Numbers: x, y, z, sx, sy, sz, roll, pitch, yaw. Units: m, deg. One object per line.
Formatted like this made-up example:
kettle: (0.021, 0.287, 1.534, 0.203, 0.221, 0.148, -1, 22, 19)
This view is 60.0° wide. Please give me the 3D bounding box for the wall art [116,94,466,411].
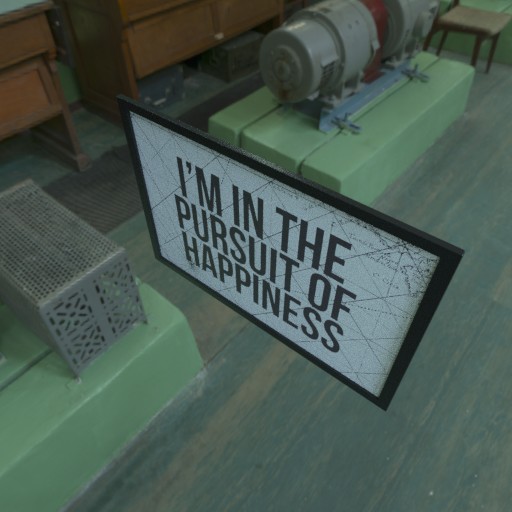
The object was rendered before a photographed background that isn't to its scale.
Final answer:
wall art: (0.000, 0.000, 1.056, 0.819, 0.552, 0.015, 30, 54, 25)
